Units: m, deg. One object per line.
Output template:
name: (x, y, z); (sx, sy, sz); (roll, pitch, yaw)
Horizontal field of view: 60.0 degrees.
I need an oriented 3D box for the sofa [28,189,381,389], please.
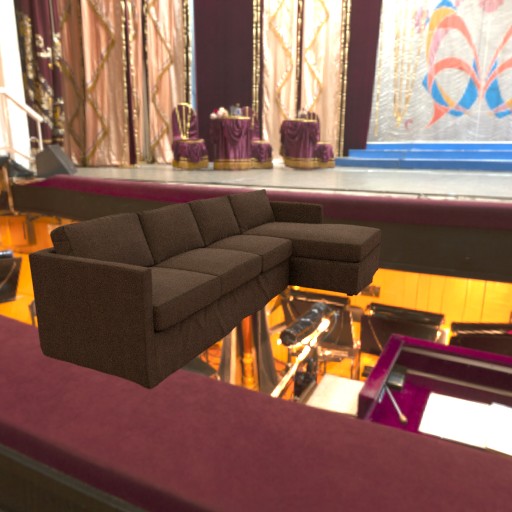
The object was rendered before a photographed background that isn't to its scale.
sofa: (0.000, 0.000, 3.887); (1.650, 0.922, 3.205); (7, 15, 25)
